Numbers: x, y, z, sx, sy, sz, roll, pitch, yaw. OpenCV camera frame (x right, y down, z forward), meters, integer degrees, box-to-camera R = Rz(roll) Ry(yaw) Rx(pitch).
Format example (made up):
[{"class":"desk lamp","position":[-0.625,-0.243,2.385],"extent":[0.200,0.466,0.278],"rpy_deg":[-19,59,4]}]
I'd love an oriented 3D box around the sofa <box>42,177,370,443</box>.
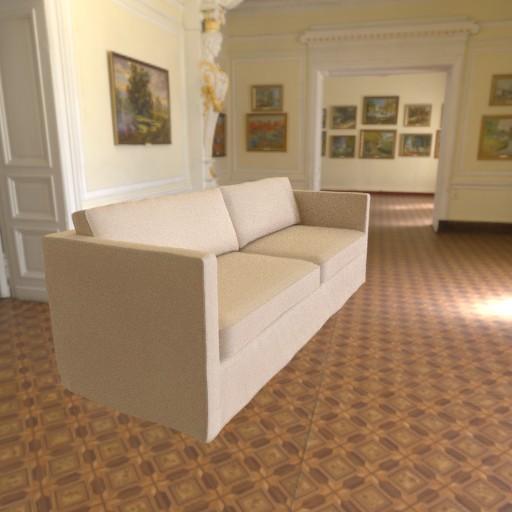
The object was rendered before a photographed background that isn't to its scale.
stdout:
[{"class":"sofa","position":[0.000,0.000,3.254],"extent":[1.036,0.999,2.779],"rpy_deg":[7,16,27]}]
